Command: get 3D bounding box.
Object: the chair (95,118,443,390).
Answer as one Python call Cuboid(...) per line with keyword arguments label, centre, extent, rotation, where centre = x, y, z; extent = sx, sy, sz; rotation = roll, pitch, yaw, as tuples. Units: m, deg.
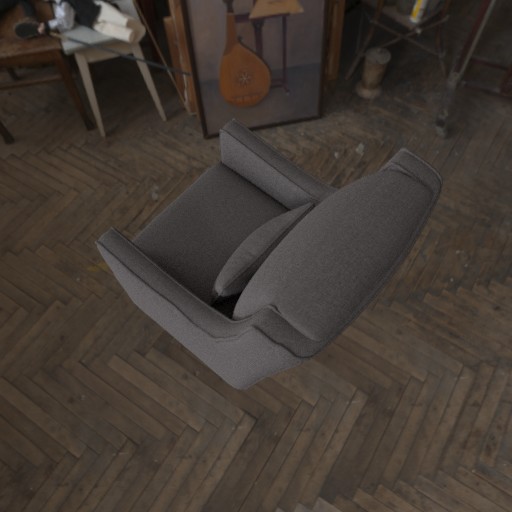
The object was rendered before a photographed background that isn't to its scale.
Cuboid(label="chair", centre=(0.000, 0.000, 1.612), extent=(0.879, 0.993, 0.732), rotation=(36, 68, 17))
